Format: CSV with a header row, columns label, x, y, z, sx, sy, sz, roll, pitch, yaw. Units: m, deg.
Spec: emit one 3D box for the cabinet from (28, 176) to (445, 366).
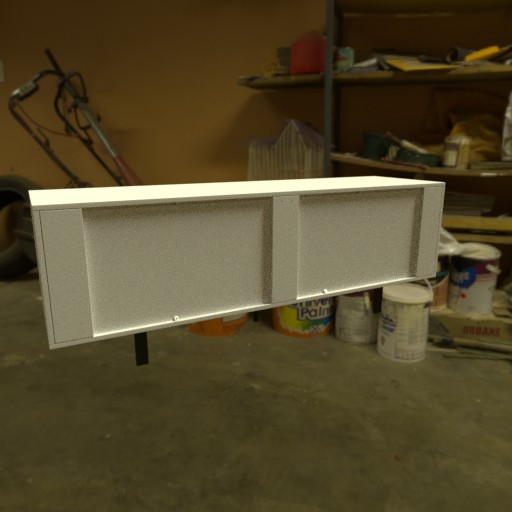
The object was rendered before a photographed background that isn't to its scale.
label,x,y,z,sx,sy,sz,roll,pitch,yaw
cabinet,0.000,0.000,1.703,1.499,0.533,0.431,-7,16,-27
